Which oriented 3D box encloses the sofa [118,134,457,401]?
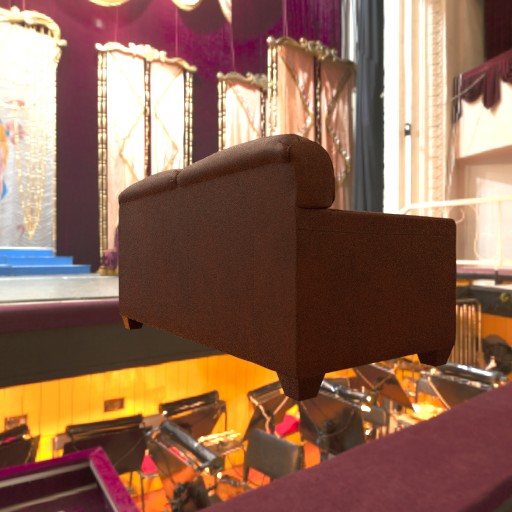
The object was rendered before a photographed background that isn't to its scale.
[{"bbox_3d":[0.000,0.000,2.477,1.000,0.966,1.856,0,1,-35],"label":"sofa"}]
